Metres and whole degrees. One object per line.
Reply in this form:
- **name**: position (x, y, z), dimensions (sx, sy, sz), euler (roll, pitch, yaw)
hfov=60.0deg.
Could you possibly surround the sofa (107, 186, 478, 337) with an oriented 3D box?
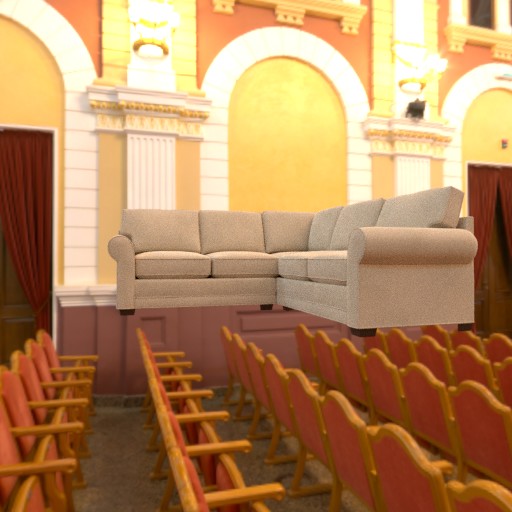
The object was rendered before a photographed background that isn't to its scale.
- **sofa**: position (0.000, 0.000, 3.874), dimensions (2.487, 1.054, 2.569), euler (0, 0, -17)
